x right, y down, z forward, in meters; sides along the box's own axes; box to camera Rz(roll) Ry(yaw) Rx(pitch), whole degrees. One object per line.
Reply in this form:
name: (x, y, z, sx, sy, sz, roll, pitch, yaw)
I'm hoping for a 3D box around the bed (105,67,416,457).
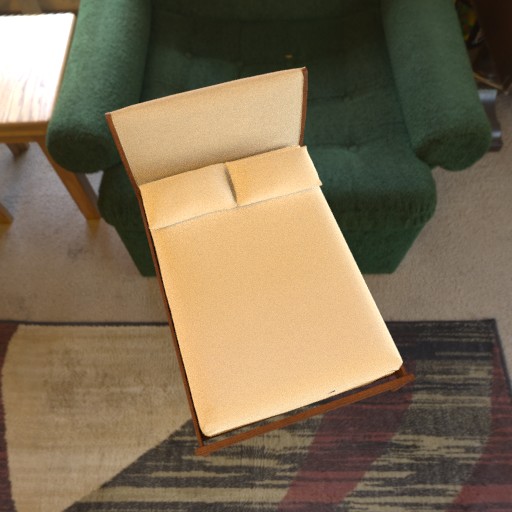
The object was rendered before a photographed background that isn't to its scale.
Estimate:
bed: (0.000, 0.000, 3.373, 1.612, 1.250, 2.380, -16, 64, -8)
